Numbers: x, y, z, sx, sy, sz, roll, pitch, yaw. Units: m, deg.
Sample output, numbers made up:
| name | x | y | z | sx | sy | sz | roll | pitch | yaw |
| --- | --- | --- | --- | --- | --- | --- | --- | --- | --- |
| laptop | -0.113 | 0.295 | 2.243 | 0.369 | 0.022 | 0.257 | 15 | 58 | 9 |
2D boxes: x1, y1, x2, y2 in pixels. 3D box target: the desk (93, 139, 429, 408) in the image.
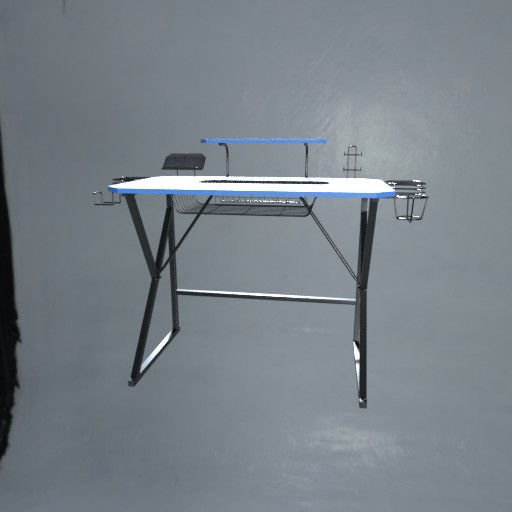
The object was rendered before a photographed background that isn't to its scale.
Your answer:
| name | x | y | z | sx | sy | sz | roll | pitch | yaw |
| --- | --- | --- | --- | --- | --- | --- | --- | --- | --- |
| desk | 0.000 | 0.000 | 1.780 | 1.295 | 0.909 | 0.594 | 2 | 14 | 9 |
